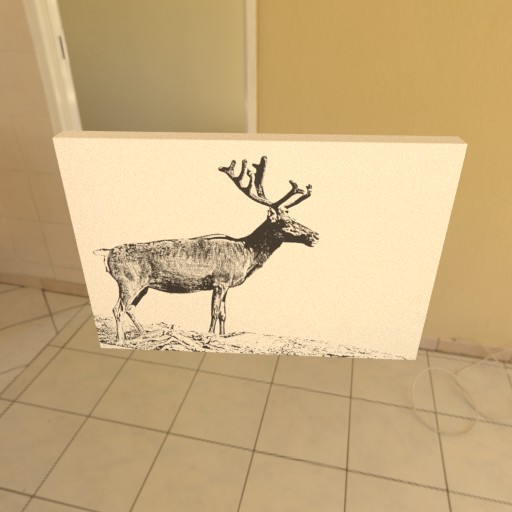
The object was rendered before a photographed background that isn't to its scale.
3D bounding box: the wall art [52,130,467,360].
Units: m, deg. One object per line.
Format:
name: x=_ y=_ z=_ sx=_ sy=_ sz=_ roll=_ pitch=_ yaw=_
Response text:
wall art: x=0.000 y=0.000 z=0.770 sx=0.608 sy=0.414 sz=0.042 roll=2 pitch=30 yaw=3
